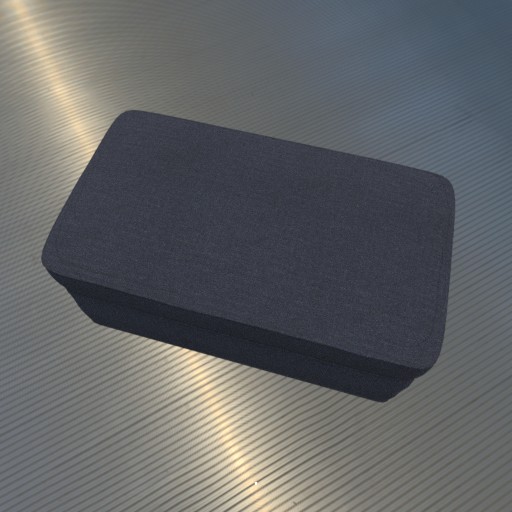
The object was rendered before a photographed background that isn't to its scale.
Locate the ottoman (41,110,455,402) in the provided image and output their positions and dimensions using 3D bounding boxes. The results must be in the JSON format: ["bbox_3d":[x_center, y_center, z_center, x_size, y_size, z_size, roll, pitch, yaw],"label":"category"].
[{"bbox_3d":[0.000,0.000,1.188,0.895,0.453,0.505,14,64,7],"label":"ottoman"}]
